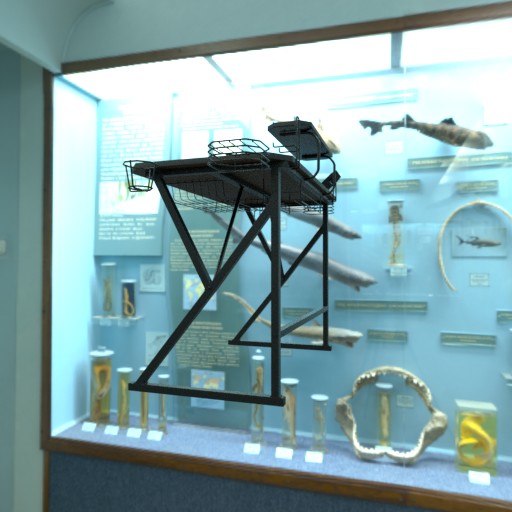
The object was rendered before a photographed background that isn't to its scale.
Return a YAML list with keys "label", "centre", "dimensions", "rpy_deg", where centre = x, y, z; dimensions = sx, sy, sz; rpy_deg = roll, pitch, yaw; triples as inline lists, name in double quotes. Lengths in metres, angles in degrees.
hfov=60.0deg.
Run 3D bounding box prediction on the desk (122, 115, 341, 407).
- label: "desk"
  centre: [0.000, 0.000, 1.762]
  dimensions: [0.580, 0.880, 1.290]
  rpy_deg: [0, -1, 19]
